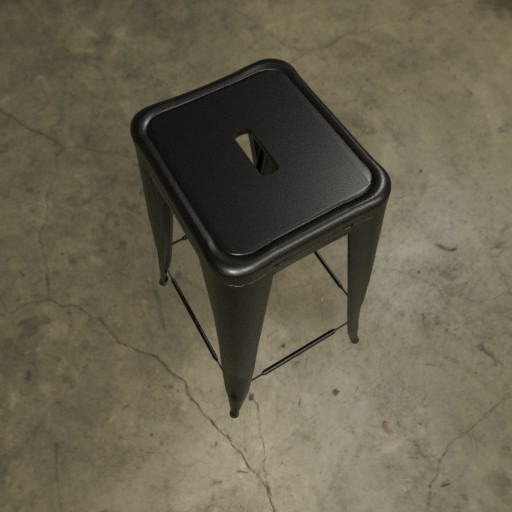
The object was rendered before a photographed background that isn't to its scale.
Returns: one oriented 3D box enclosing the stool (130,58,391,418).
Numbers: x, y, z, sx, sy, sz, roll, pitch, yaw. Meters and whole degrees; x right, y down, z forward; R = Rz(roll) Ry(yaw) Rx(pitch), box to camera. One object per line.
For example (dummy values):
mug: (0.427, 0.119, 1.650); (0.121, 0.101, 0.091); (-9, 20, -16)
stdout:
stool: (0.000, 0.000, 0.843); (0.359, 0.609, 0.399); (-28, 67, -13)
